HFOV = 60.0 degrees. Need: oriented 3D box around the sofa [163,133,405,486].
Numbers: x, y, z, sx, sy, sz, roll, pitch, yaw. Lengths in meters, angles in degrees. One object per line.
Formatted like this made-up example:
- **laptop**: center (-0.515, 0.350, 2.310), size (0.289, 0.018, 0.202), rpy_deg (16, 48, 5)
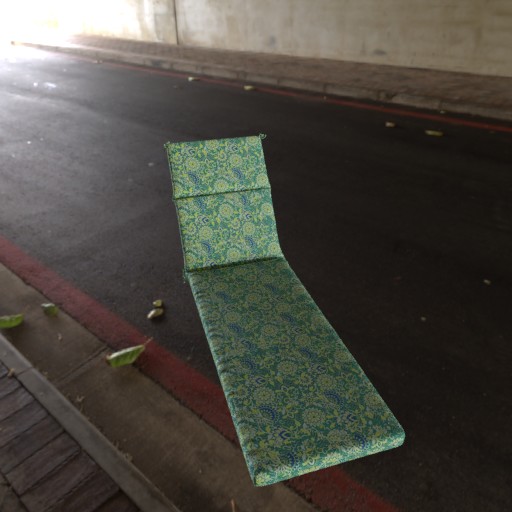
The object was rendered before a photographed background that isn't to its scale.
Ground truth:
- **sofa**: center (0.000, 0.000, 1.919), size (0.582, 0.622, 1.663), rpy_deg (-9, 32, -15)
